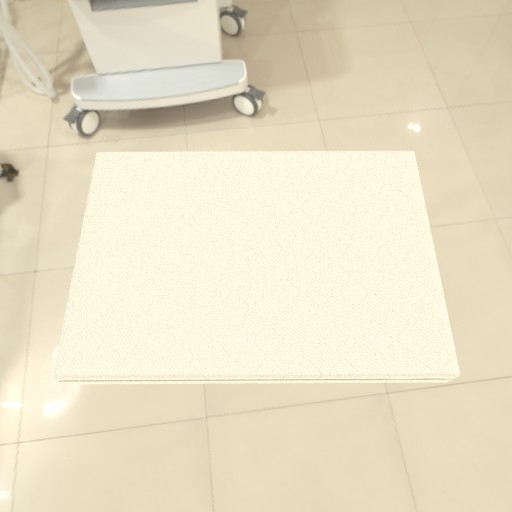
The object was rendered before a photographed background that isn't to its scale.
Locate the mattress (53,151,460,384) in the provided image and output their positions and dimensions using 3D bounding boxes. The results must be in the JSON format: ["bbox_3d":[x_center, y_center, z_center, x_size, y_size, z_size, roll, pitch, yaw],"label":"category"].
[{"bbox_3d":[0.000,0.000,2.535,2.000,0.200,1.400,0,64,0],"label":"mattress"}]
